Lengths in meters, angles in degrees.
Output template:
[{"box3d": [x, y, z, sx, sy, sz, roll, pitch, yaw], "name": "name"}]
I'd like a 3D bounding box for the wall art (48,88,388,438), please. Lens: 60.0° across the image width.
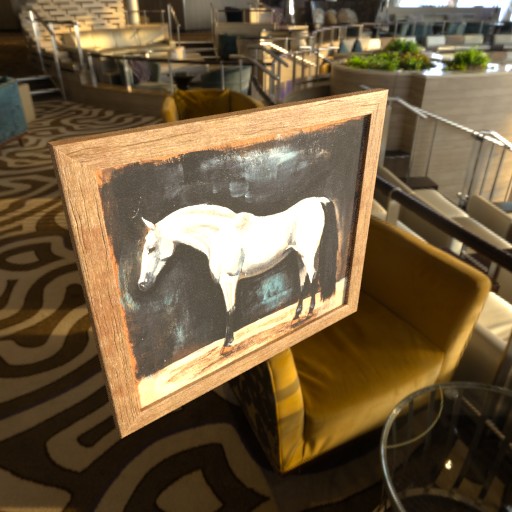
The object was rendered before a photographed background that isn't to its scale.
[{"box3d": [0.000, 0.000, 0.920, 0.690, 0.588, 0.026, -21, 36, -31], "name": "wall art"}]
